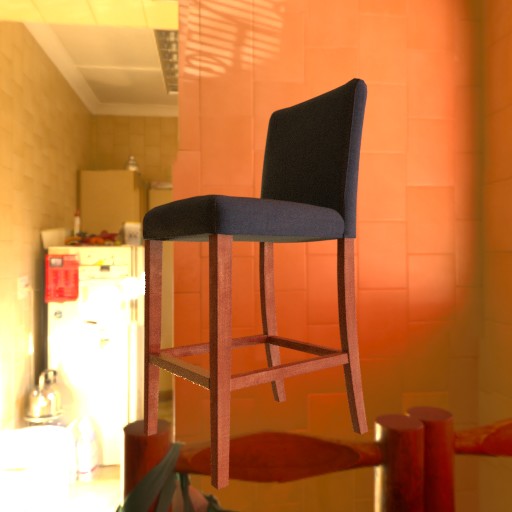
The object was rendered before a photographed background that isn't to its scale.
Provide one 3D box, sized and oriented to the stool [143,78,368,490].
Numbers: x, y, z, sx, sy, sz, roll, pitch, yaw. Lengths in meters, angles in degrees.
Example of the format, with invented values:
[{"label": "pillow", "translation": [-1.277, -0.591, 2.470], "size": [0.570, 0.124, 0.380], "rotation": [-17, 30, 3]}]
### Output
[{"label": "stool", "translation": [0.000, 0.000, 1.360], "size": [0.574, 1.088, 0.454], "rotation": [0, 0, -37]}]
